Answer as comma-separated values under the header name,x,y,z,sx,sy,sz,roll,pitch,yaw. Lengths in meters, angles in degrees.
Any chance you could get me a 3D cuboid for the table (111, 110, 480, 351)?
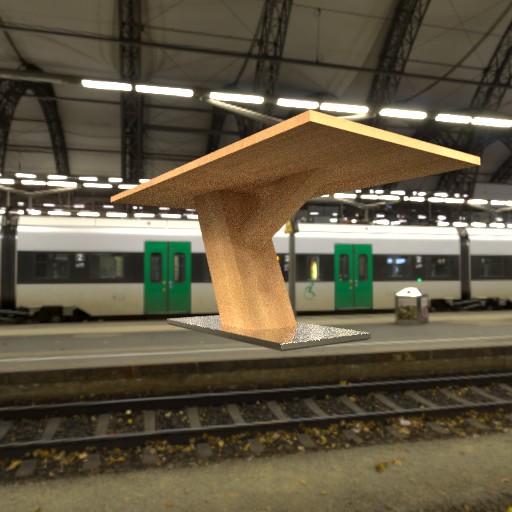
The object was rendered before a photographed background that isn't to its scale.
name,x,y,z,sx,sy,sz,roll,pitch,yaw
table,0.000,0.000,2.217,0.900,0.750,1.800,1,-2,-35
